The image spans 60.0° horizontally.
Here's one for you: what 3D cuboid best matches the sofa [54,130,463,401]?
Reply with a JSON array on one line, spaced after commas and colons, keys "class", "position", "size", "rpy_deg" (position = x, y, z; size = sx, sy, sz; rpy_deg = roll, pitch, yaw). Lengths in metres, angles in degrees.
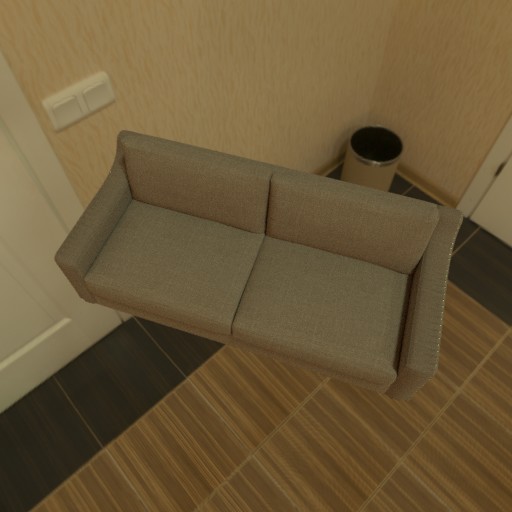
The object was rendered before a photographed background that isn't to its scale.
[{"class": "sofa", "position": [0.000, 0.000, 2.728], "size": [2.208, 0.857, 1.000], "rpy_deg": [15, 59, 10]}]
